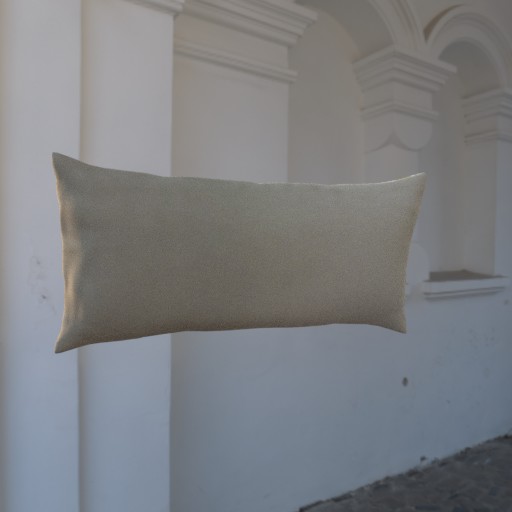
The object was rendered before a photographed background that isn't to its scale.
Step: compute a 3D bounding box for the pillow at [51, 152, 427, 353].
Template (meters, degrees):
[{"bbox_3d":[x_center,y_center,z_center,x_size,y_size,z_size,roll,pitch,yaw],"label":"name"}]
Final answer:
[{"bbox_3d":[0.000,0.000,0.721,0.608,0.292,0.156,0,0,-17],"label":"pillow"}]
